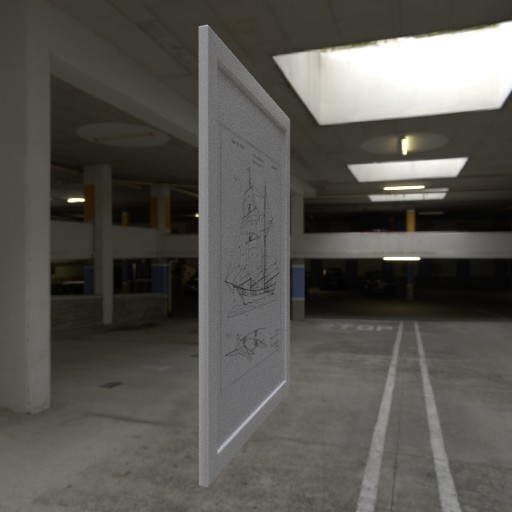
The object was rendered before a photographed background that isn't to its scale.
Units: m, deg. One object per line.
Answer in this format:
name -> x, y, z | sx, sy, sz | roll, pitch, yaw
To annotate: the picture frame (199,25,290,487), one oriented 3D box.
picture frame -> 0.000, 0.000, 0.692 | 0.012, 0.534, 0.381 | 0, 0, 19
